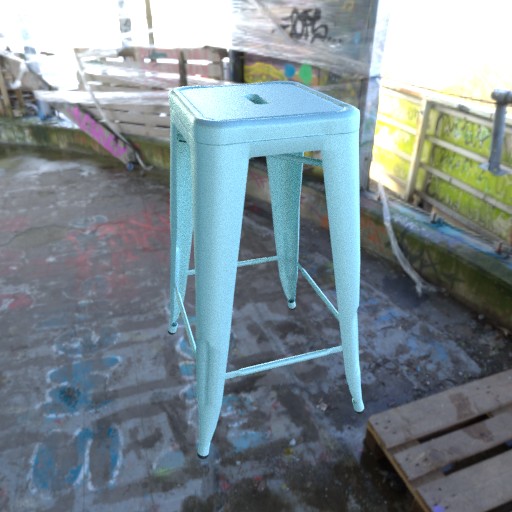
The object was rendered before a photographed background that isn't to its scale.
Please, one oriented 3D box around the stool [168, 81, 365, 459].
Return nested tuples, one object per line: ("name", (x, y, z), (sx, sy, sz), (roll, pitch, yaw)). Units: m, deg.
("stool", (0.000, 0.000, 0.887), (0.359, 0.609, 0.399), (-10, 32, -16))
